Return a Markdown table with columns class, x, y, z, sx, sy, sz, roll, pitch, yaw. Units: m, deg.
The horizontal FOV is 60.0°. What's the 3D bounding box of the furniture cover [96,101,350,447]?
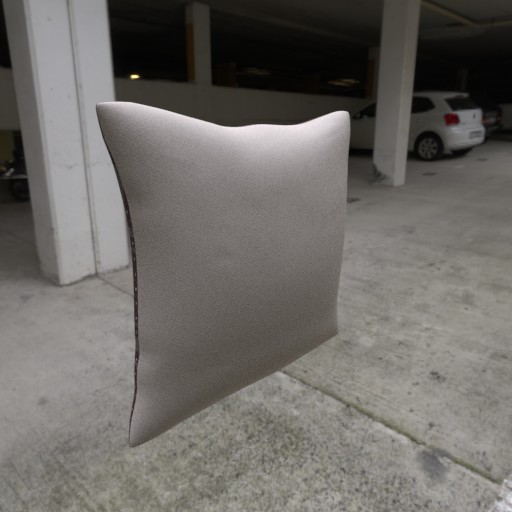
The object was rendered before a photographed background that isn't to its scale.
| class | x | y | z | sx | sy | sz | roll | pitch | yaw |
| --- | --- | --- | --- | --- | --- | --- | --- | --- | --- |
| furniture cover | 0.000 | 0.000 | 0.799 | 0.193 | 0.509 | 0.552 | 16 | 22 | 42 |
